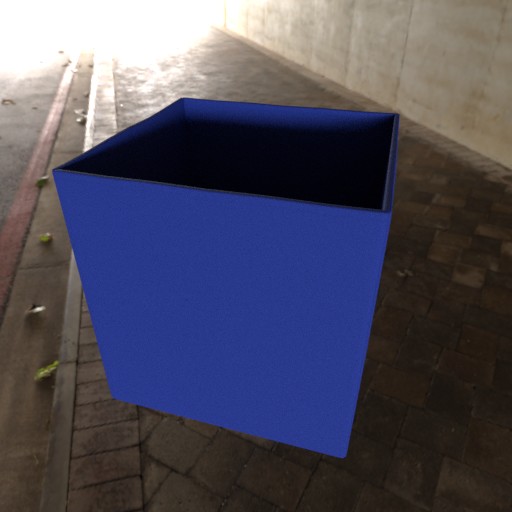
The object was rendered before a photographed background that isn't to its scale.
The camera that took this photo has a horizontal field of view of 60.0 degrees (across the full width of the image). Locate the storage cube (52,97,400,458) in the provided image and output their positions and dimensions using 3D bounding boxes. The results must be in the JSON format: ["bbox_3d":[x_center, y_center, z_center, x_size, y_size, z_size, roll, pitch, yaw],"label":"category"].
[{"bbox_3d":[0.000,0.000,0.506,0.270,0.280,0.270,9,34,14],"label":"storage cube"}]
